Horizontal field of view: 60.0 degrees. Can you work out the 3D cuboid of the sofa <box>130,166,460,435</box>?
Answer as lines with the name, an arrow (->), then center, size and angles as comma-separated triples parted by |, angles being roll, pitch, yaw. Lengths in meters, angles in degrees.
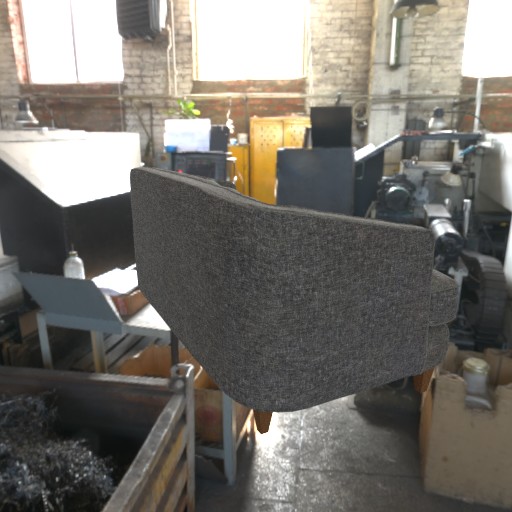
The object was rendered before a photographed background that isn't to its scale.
sofa -> 0.000, 0.000, 2.233 | 0.941, 0.855, 1.733 | -8, 18, -27
